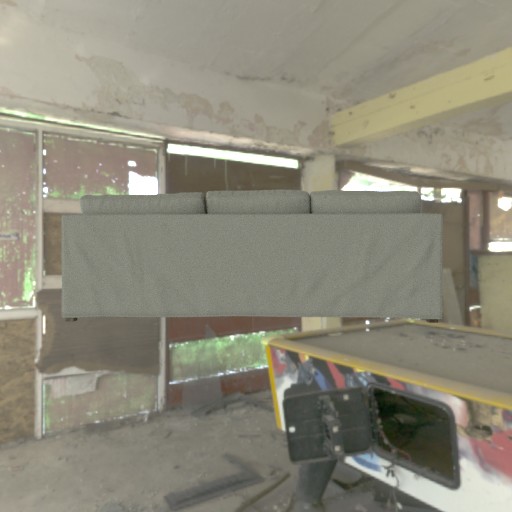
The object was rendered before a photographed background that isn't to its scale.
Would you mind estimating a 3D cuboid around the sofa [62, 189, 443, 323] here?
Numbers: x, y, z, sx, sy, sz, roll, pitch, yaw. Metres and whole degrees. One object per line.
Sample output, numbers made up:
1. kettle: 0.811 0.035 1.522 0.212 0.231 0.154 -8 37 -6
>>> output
1. sofa: 0.000 0.000 4.365 2.432 0.871 3.182 0 0 1
